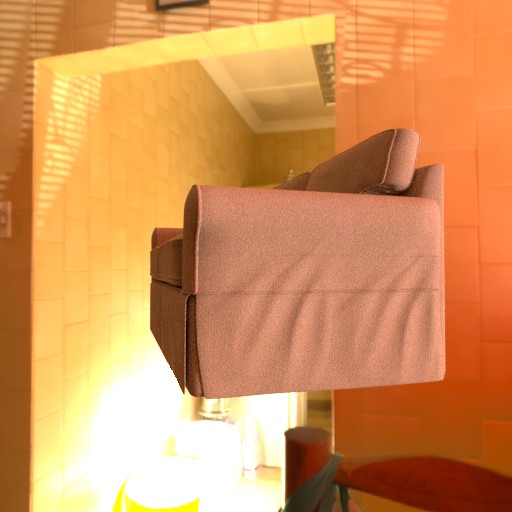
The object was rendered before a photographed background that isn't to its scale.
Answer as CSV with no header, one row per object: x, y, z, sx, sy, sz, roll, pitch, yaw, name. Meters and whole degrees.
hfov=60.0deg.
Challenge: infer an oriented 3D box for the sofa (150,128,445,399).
0.000,0.000,2.277,0.991,0.940,1.727,1,-2,-17,sofa
